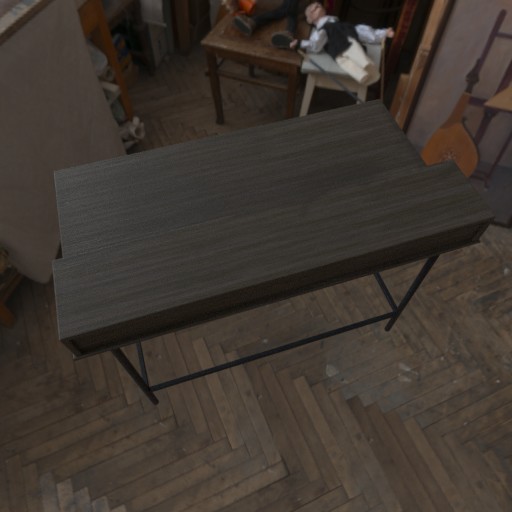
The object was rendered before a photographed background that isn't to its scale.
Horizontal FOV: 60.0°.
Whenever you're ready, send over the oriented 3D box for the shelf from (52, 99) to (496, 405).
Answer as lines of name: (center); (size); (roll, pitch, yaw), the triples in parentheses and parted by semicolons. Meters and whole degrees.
shelf: (0.000, 0.000, 1.681); (1.212, 0.865, 0.685); (-15, 59, -9)
